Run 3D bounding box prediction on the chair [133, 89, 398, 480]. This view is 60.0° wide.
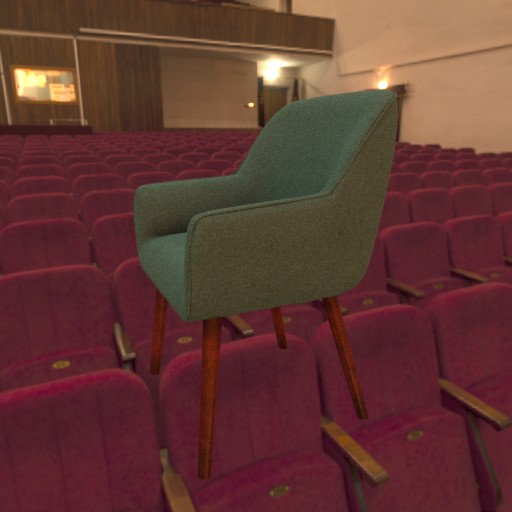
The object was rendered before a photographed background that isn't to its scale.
[{"bbox_3d":[0.000,0.000,1.143,0.519,0.803,0.543,-7,17,-24],"label":"chair"}]
